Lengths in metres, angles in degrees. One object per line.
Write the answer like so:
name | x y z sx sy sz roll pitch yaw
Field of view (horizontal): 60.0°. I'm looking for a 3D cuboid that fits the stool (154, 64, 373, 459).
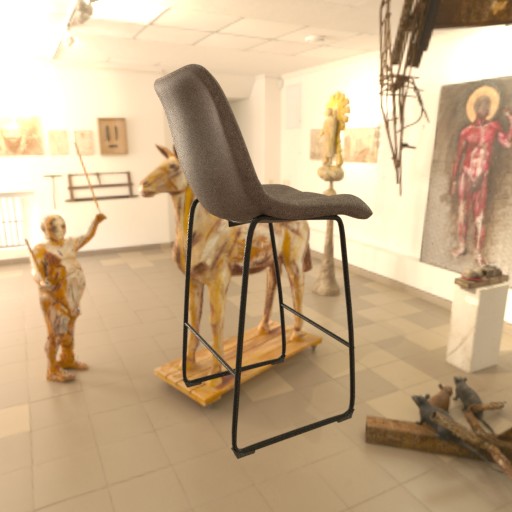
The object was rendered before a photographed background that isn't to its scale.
stool | 0.000 0.000 1.441 0.561 1.082 0.514 -8 16 -27
